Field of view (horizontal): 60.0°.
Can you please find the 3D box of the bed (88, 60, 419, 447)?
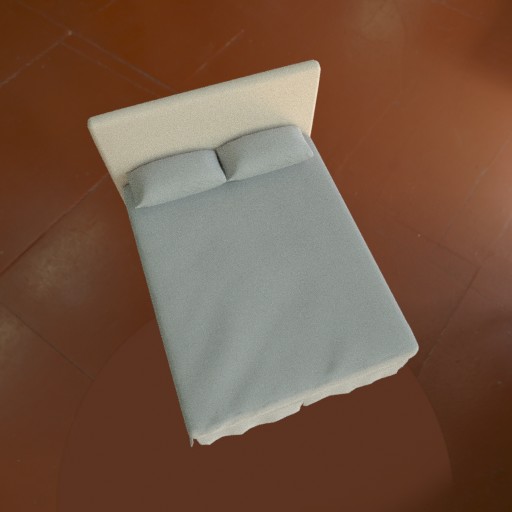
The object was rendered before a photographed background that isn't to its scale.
[{"bbox_3d":[0.000,0.000,3.239,1.748,1.330,2.142,-18,66,-8],"label":"bed"}]
